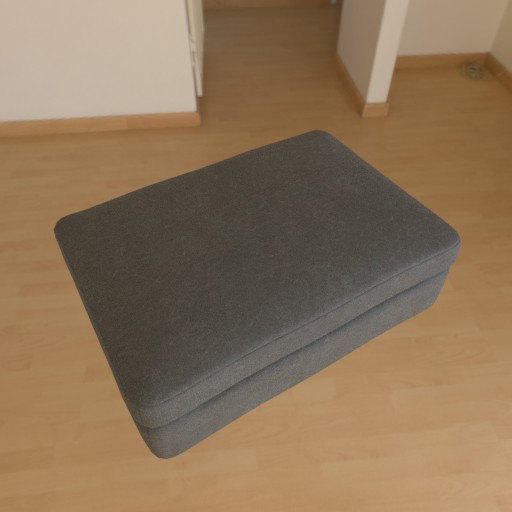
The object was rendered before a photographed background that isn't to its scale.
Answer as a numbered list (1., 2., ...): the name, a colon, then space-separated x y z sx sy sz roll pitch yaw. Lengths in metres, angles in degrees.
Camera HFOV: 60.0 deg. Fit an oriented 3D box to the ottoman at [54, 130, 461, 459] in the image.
1. ottoman: 0.000 0.000 1.607 1.199 0.429 0.840 -24 52 -21
